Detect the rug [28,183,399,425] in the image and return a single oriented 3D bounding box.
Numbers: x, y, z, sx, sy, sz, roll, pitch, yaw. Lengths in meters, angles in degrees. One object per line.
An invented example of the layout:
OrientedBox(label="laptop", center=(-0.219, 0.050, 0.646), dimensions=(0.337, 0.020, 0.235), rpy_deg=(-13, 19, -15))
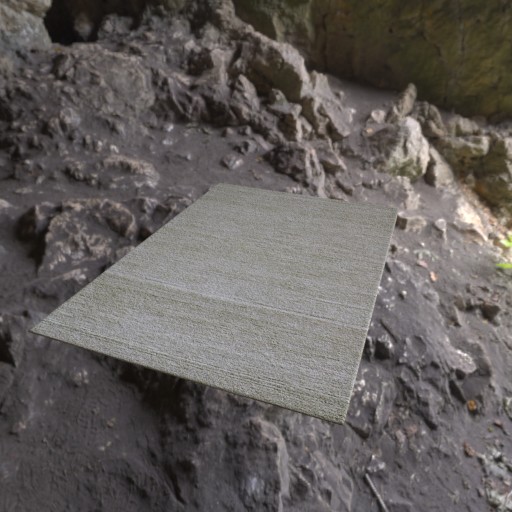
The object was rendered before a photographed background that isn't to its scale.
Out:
OrientedBox(label="rug", center=(0.000, 0.000, 2.910), dimensions=(1.606, 0.017, 2.270), rpy_deg=(11, 32, 18))
